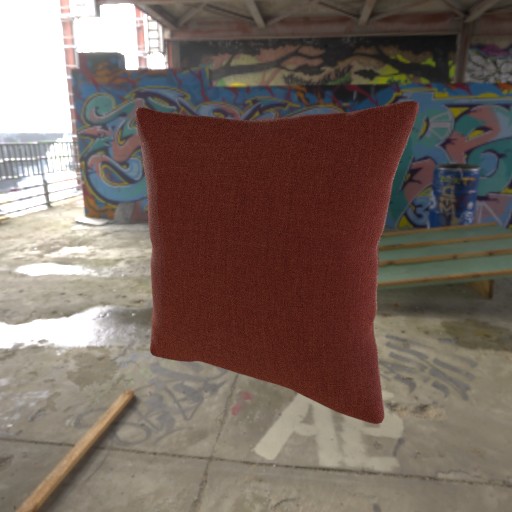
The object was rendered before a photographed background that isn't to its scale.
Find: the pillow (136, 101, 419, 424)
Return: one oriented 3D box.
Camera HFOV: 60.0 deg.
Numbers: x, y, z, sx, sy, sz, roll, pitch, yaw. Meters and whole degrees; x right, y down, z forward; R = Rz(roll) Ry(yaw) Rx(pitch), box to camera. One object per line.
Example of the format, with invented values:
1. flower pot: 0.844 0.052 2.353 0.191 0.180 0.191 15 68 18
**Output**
1. pillow: 0.000 0.000 0.665 0.429 0.434 0.159 8 18 27
